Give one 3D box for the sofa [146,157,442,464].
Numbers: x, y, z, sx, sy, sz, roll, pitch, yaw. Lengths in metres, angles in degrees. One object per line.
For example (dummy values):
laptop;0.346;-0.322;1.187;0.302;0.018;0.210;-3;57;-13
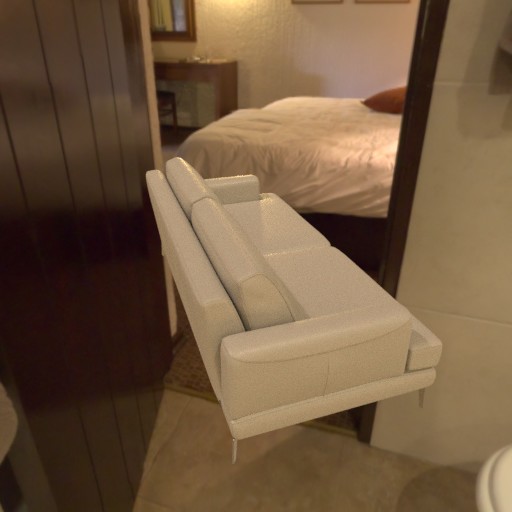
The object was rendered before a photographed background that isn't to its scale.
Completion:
sofa;0.000;0.000;2.458;0.974;0.765;1.940;-9;29;-17
